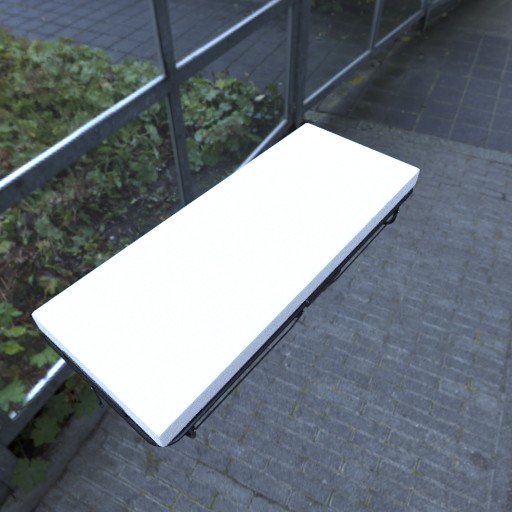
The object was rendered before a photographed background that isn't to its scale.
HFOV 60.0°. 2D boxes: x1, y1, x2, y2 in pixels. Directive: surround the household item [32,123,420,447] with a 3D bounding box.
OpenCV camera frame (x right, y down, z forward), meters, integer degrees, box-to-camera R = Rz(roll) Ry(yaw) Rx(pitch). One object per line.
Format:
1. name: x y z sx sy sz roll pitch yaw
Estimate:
1. household item: 0.000 0.000 2.171 0.787 0.356 1.905 31 54 26
